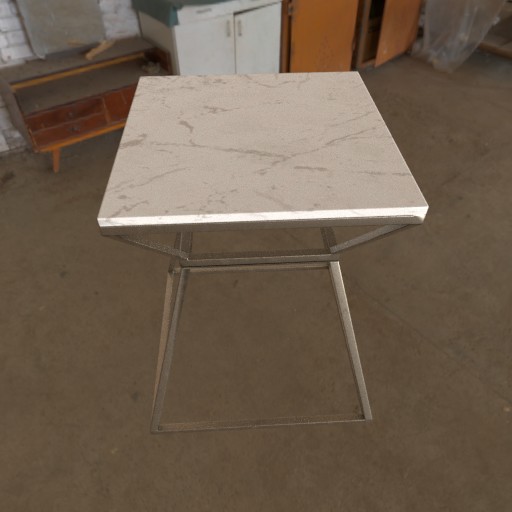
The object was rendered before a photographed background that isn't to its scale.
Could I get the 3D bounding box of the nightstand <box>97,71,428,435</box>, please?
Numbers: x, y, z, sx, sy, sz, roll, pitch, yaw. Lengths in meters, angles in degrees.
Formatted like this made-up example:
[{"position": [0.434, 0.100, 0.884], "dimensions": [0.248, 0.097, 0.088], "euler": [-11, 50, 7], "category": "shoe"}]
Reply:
[{"position": [0.000, 0.000, 0.877], "dimensions": [0.455, 0.554, 0.455], "euler": [-2, 45, -2], "category": "nightstand"}]
